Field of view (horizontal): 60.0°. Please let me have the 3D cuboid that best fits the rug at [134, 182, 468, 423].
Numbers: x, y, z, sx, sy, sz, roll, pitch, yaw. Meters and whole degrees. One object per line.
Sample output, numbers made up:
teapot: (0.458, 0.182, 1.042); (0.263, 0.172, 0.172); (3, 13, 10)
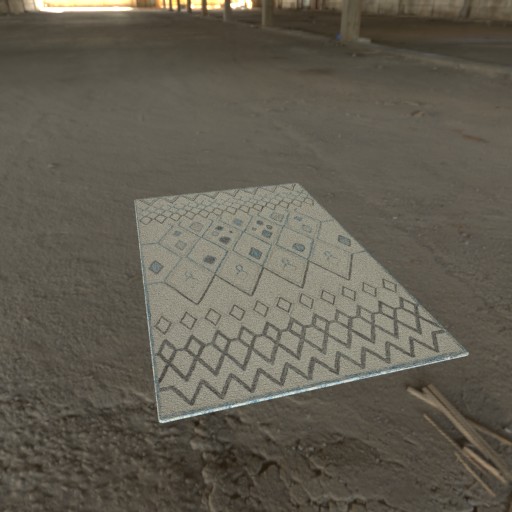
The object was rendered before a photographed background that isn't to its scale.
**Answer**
rug: (0.000, 0.000, 3.040); (1.524, 0.015, 2.439); (-8, 31, -13)
